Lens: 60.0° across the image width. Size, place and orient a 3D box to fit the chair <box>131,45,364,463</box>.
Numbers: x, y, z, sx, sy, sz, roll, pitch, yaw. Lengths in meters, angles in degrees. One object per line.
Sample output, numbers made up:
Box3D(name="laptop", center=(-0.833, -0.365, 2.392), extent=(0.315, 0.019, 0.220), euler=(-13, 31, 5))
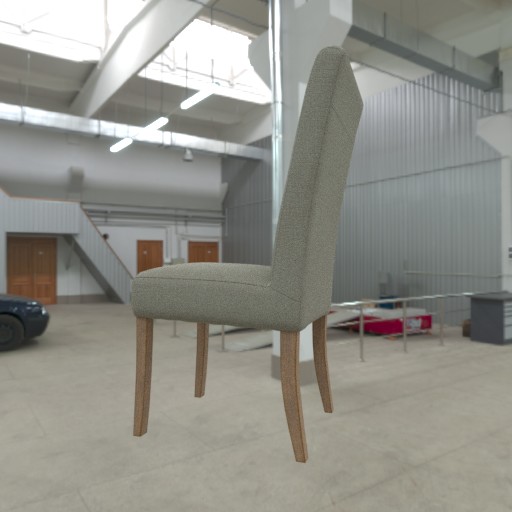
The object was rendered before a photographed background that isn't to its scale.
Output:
Box3D(name="chair", center=(0.000, 0.000, 1.364), extent=(0.611, 1.033, 0.450), euler=(0, 0, 20))
